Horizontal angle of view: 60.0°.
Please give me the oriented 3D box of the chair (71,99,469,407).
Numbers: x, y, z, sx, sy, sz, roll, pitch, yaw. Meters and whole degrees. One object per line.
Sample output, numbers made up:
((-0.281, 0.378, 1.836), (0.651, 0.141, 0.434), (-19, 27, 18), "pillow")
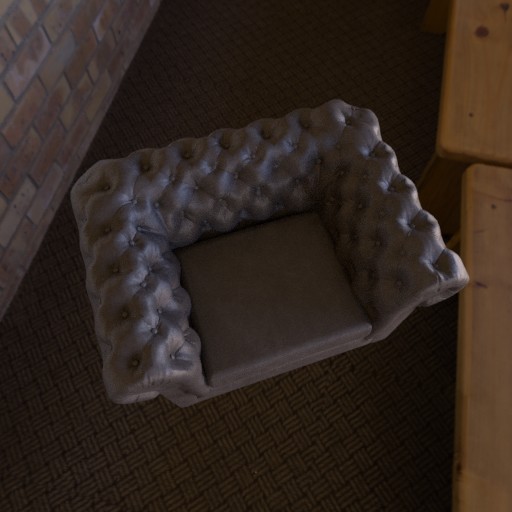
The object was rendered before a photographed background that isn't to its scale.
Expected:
((0.000, 0.000, 1.909), (1.298, 0.780, 0.943), (-17, 65, -8), "chair")
